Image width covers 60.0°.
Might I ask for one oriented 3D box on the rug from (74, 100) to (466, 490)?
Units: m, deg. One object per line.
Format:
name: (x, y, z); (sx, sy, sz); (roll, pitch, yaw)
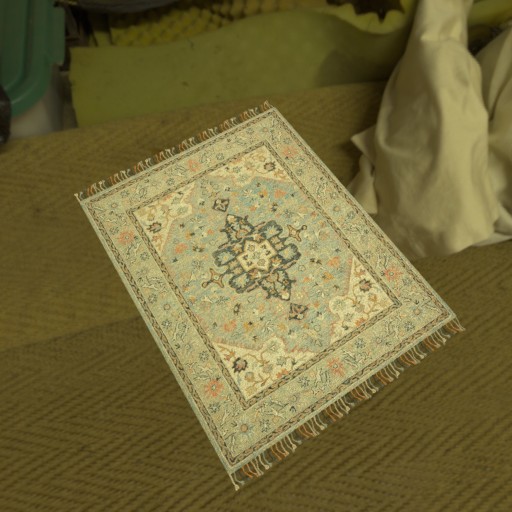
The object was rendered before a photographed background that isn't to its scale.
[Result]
rug: (0.000, 0.000, 3.490); (1.971, 0.010, 2.651); (-30, 68, -14)
